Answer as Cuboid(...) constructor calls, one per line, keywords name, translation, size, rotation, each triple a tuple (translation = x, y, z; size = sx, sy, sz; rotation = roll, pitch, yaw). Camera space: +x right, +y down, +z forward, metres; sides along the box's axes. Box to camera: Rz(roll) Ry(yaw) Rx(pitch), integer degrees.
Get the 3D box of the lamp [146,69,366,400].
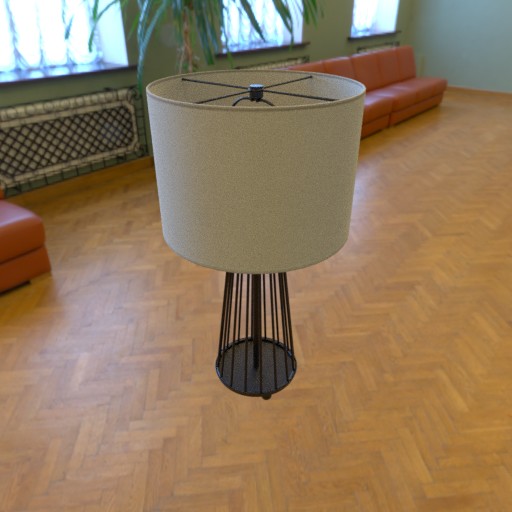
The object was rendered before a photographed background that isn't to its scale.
Cuboid(name="lamp", translation=(0.000, 0.000, 0.811), size=(0.322, 0.593, 0.322), rotation=(21, 36, 32))
